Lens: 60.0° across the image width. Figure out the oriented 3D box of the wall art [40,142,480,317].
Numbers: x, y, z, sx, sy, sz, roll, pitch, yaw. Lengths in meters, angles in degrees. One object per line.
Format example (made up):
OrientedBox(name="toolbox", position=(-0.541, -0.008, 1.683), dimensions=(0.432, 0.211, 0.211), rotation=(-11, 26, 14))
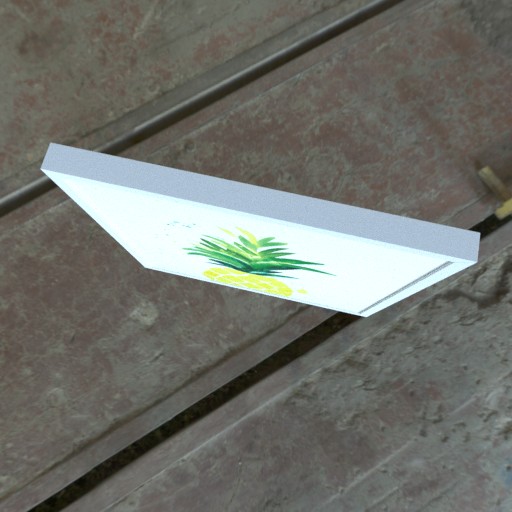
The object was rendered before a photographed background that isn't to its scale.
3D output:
OrientedBox(name="wall art", position=(0.000, 0.000, 0.752), dimensions=(0.508, 0.507, 0.035), rotation=(12, 76, 3))
